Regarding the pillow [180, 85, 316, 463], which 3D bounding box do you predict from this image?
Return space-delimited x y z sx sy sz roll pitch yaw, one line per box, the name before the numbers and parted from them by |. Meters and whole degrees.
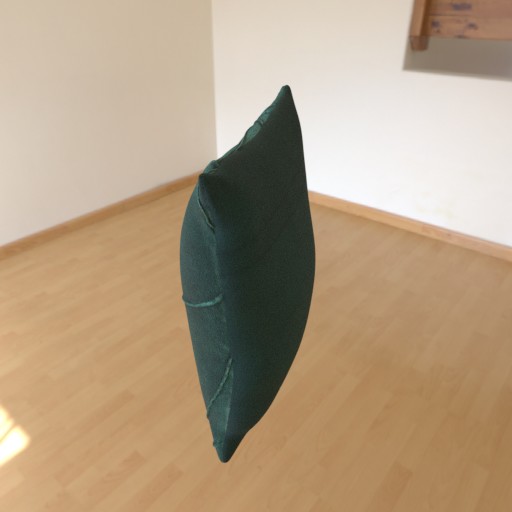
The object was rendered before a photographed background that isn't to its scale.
pillow | 0.000 0.000 0.695 0.184 0.440 0.439 7 32 12
